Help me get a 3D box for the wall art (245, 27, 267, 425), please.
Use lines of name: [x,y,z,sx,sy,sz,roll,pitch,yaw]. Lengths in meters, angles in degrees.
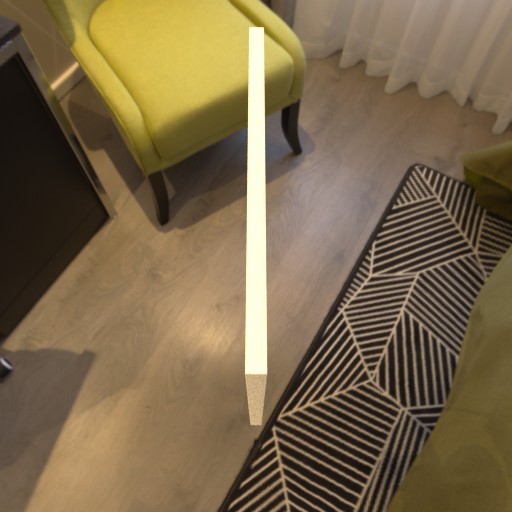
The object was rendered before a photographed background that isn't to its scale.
wall art: [0.000,0.000,1.551,0.045,1.016,1.016,0,64,0]
